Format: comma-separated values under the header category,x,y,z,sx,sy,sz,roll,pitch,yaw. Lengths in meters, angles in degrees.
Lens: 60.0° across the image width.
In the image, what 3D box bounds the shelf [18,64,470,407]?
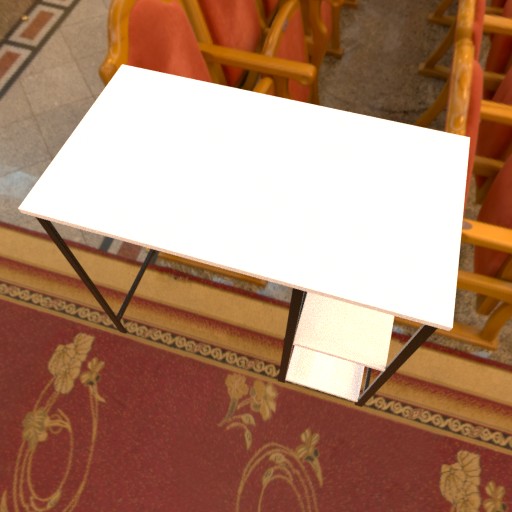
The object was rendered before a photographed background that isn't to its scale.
category,x,y,z,sx,sy,sz,roll,pitch,yaw
shelf,0.000,0.000,1.315,0.902,0.750,0.498,15,61,9
